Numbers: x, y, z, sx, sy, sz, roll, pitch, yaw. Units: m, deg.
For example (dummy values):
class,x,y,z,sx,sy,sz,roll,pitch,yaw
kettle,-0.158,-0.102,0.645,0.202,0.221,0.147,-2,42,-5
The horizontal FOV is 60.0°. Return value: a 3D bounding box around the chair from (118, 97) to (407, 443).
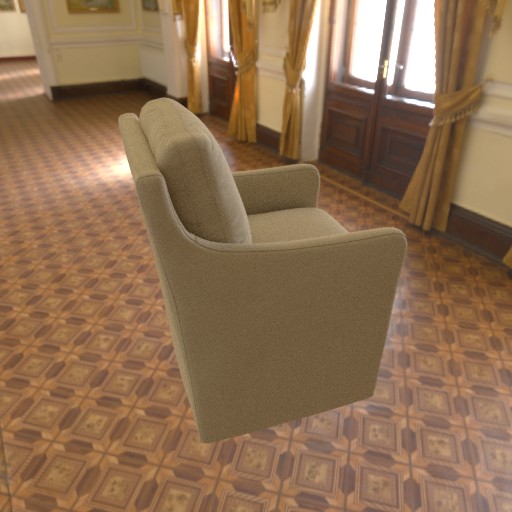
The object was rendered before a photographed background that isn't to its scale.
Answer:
class,x,y,z,sx,sy,sz,roll,pitch,yaw
chair,0.000,0.000,1.404,0.694,0.914,0.626,-10,32,-16
